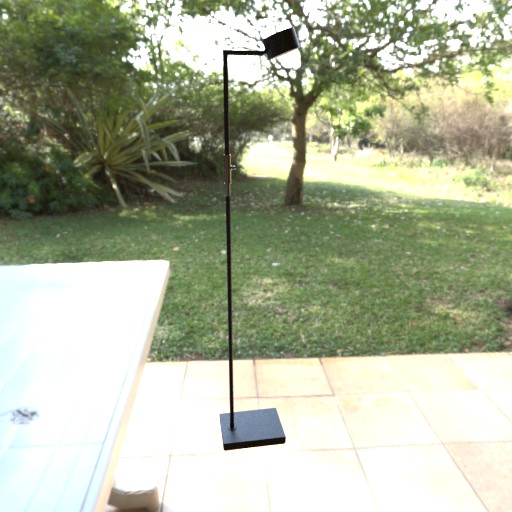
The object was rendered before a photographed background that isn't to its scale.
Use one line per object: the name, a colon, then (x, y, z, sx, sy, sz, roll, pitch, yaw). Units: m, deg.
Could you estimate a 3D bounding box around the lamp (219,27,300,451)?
lamp: (0.000, 0.000, 1.708, 0.304, 1.600, 0.203, -3, 17, -9)
